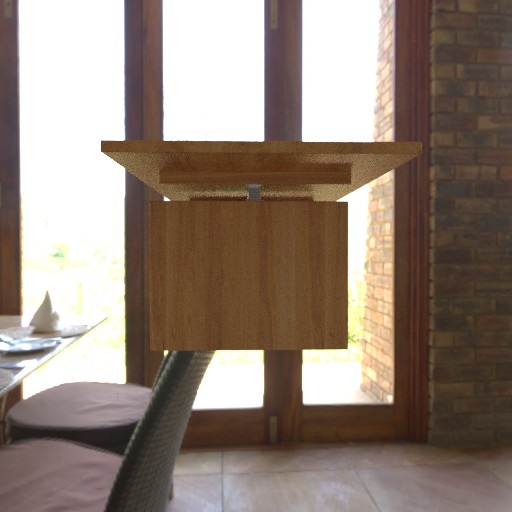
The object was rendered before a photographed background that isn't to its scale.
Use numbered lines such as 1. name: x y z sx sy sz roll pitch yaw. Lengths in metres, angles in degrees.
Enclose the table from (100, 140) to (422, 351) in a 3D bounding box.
1. table: 0.000 0.000 1.514 0.700 0.510 1.100 0 0 -1
